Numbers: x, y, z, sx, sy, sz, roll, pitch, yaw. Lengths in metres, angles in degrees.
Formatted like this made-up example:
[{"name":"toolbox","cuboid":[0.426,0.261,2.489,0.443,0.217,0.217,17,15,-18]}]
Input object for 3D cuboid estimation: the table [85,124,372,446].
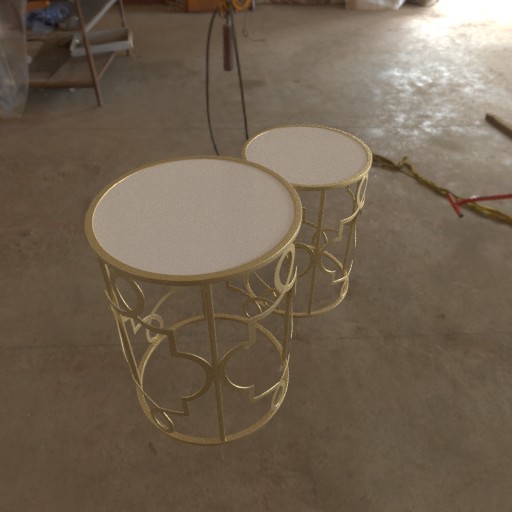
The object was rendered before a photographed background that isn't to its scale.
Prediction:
[{"name":"table","cuboid":[0.000,0.000,1.193,0.420,0.564,0.846,24,46,25]}]
